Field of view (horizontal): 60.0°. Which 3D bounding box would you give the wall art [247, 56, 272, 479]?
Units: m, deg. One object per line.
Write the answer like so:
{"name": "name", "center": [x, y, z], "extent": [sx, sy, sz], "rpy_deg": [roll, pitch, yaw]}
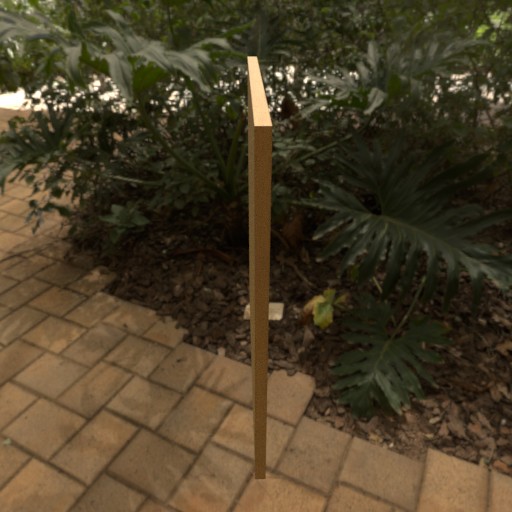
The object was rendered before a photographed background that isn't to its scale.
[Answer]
{"name": "wall art", "center": [0.000, 0.000, 1.338], "extent": [0.030, 1.002, 0.798], "rpy_deg": [-1, 32, -1]}
